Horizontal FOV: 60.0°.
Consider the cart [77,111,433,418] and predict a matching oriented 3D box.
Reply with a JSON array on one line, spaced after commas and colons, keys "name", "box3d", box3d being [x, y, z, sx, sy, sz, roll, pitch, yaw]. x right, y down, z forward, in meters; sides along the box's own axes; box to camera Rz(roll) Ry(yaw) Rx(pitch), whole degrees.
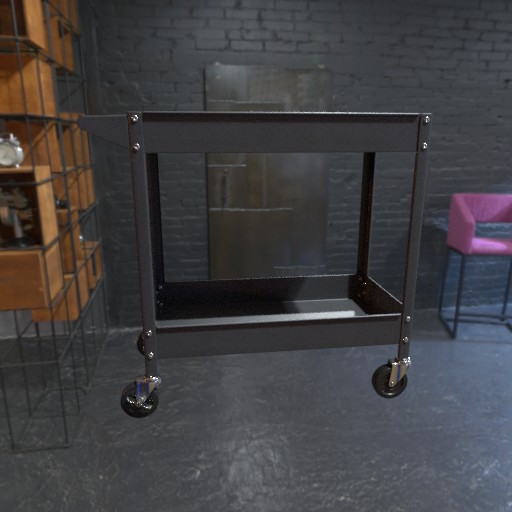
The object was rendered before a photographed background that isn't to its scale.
[{"name": "cart", "box3d": [0.000, 0.000, 1.190, 0.779, 0.719, 0.366, -2, 15, -7]}]
